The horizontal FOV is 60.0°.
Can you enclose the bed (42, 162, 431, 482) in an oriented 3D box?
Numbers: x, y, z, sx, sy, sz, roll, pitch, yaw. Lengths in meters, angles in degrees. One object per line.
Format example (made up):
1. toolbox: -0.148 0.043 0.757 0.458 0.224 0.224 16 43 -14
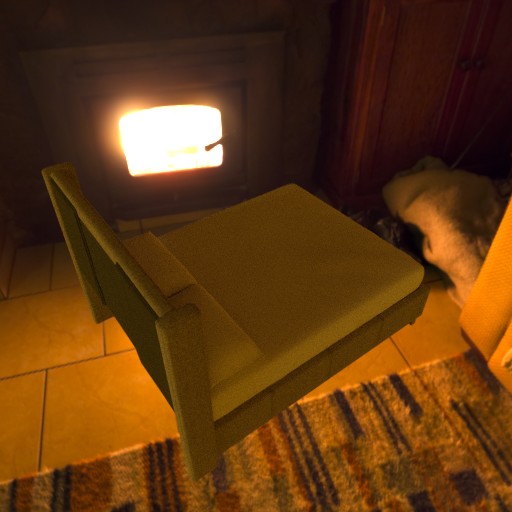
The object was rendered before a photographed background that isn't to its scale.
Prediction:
1. bed: 0.000 0.000 3.351 2.245 1.481 1.714 -26 46 -27
